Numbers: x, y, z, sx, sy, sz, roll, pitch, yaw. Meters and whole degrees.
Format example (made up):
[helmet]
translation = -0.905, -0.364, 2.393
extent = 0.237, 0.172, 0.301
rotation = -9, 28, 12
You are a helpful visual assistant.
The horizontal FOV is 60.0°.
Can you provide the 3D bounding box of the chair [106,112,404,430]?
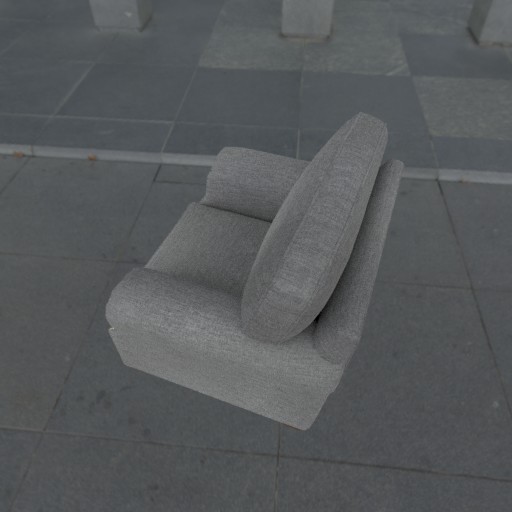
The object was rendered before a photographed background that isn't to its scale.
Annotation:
[chair]
translation = 0.000, 0.000, 1.857
extent = 0.965, 0.961, 1.092
rotation = 15, 49, 14
